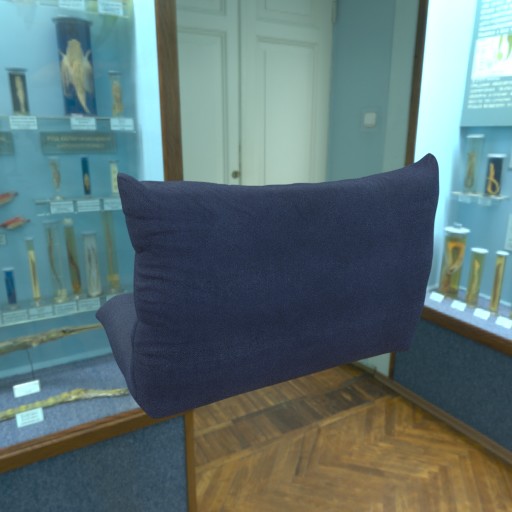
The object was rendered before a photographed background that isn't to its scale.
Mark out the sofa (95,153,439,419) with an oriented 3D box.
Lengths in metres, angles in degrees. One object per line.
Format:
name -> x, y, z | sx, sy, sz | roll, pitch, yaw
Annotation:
sofa -> 0.000, 0.000, 1.713 | 1.122, 0.778, 0.849 | -8, 17, -26
